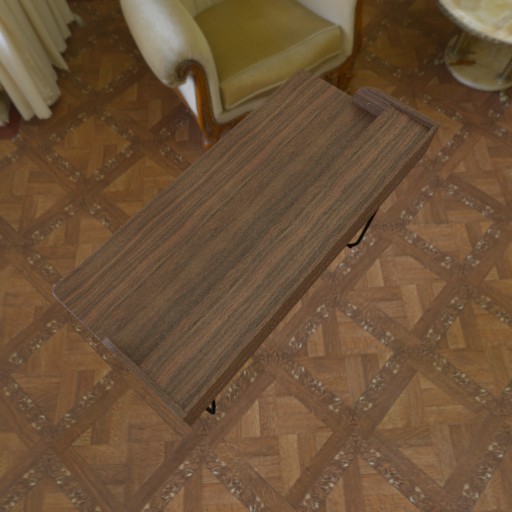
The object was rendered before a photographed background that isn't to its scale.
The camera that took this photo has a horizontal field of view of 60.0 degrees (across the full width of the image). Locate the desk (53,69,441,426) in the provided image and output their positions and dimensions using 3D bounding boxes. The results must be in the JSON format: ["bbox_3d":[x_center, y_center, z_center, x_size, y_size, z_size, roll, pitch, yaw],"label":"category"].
[{"bbox_3d":[0.000,0.000,1.710,0.565,0.854,1.200,38,70,16],"label":"desk"}]
